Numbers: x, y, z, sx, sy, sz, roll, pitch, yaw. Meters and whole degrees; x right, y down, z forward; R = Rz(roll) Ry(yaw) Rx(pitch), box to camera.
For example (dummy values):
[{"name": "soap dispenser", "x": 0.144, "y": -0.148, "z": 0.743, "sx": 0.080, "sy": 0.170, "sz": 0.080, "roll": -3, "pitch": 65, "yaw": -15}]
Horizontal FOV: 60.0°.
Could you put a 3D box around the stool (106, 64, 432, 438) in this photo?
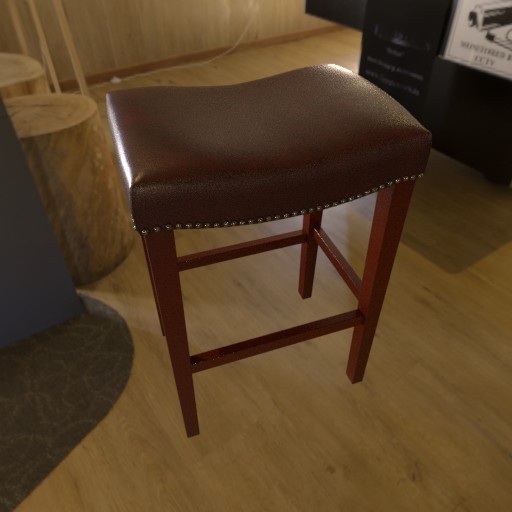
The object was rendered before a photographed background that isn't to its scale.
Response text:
[{"name": "stool", "x": 0.000, "y": 0.000, "z": 1.017, "sx": 0.504, "sy": 0.742, "sz": 0.372, "roll": -13, "pitch": 43, "yaw": -14}]
